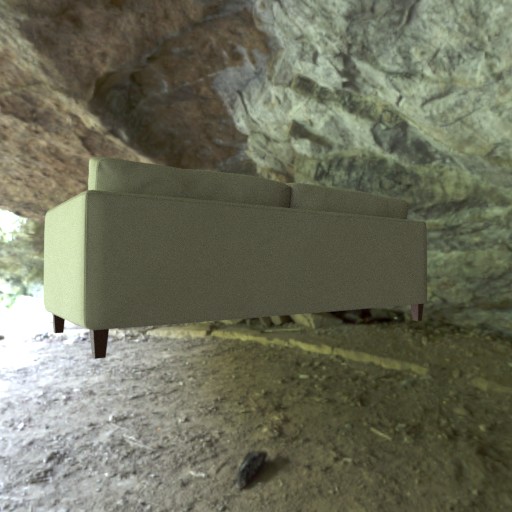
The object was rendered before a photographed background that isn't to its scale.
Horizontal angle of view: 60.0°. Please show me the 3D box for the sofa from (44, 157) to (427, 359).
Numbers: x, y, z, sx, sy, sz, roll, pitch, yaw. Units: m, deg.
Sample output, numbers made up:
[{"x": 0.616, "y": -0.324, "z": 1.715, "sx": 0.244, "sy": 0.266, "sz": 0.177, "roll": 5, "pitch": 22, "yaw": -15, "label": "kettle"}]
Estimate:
[{"x": 0.000, "y": 0.000, "z": 2.900, "sx": 2.404, "sy": 0.912, "sz": 0.988, "roll": 1, "pitch": -2, "yaw": -35, "label": "sofa"}]
